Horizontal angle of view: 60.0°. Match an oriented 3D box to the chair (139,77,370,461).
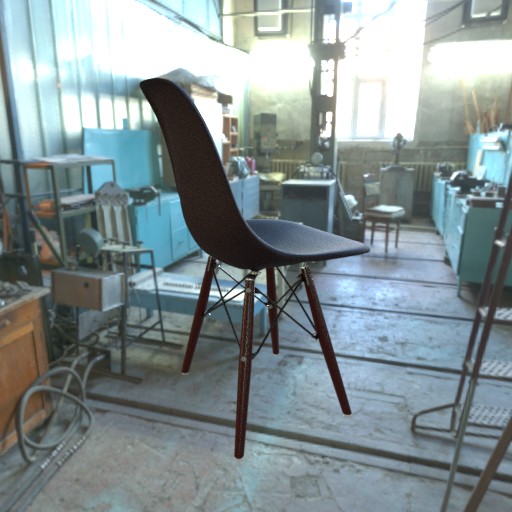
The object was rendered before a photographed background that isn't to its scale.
[{"bbox_3d":[0.000,0.000,1.151,0.533,0.826,0.470,-8,17,-27],"label":"chair"}]
